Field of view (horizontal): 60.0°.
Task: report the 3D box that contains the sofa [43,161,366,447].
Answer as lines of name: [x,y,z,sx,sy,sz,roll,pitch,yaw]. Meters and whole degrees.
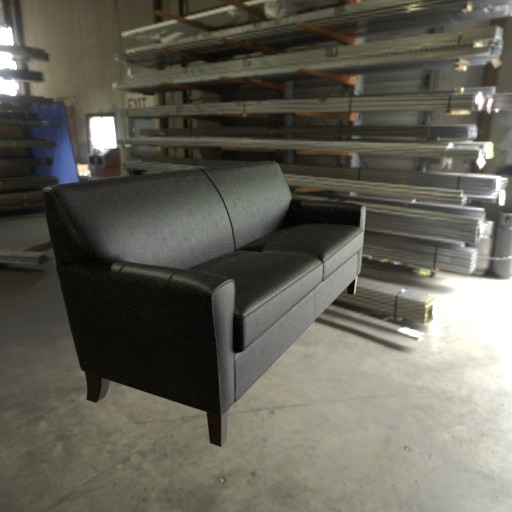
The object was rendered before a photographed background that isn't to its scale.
sofa: [0.000,0.000,2.507,0.805,0.947,2.053,8,17,26]
